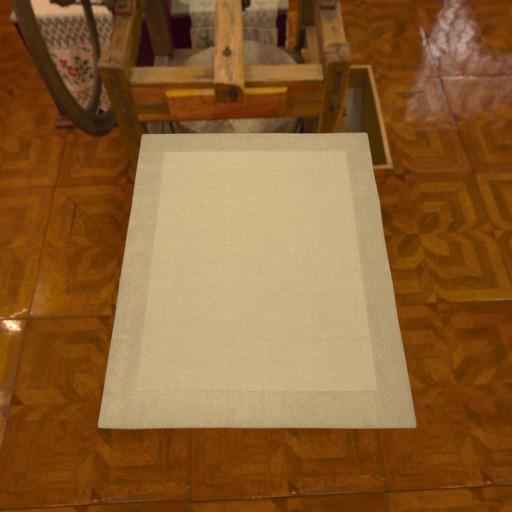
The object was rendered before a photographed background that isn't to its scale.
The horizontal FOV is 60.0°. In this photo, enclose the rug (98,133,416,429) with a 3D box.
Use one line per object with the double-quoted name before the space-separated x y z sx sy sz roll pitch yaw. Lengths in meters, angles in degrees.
"rug" 0.000 0.000 4.058 2.430 0.018 2.976 0 62 0
